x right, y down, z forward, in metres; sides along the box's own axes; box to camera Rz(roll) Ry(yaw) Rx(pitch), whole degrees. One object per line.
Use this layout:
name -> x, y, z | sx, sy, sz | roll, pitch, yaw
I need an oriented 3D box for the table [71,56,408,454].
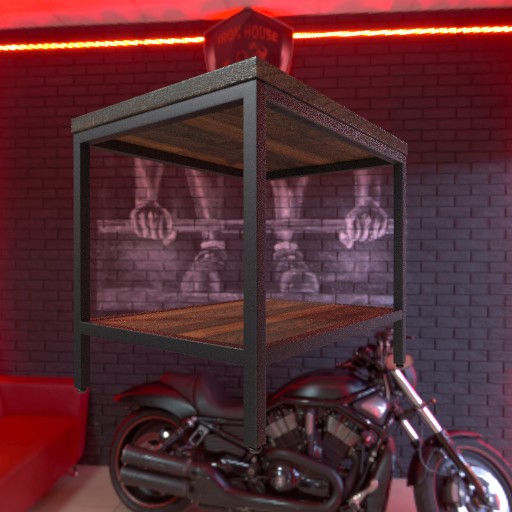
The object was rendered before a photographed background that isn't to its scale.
table -> 0.000, 0.000, 1.102 | 0.524, 0.612, 0.678 | 0, 0, 38
